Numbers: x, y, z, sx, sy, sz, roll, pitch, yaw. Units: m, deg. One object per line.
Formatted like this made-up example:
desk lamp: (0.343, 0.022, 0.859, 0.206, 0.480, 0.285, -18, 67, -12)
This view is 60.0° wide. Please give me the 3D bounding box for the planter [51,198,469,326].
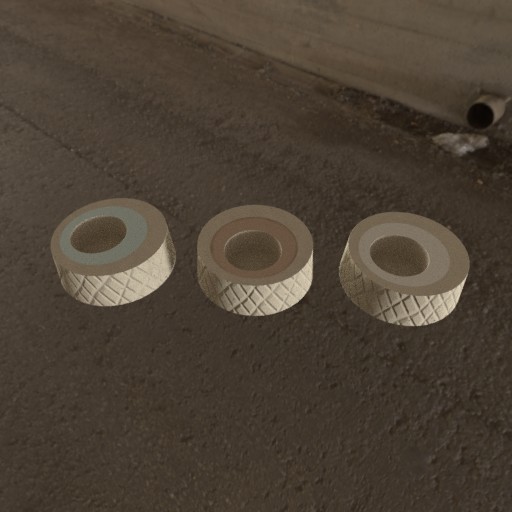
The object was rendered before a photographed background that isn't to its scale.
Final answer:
planter: (0.000, 0.000, 0.424, 0.390, 0.038, 0.114, 3, 46, 3)
